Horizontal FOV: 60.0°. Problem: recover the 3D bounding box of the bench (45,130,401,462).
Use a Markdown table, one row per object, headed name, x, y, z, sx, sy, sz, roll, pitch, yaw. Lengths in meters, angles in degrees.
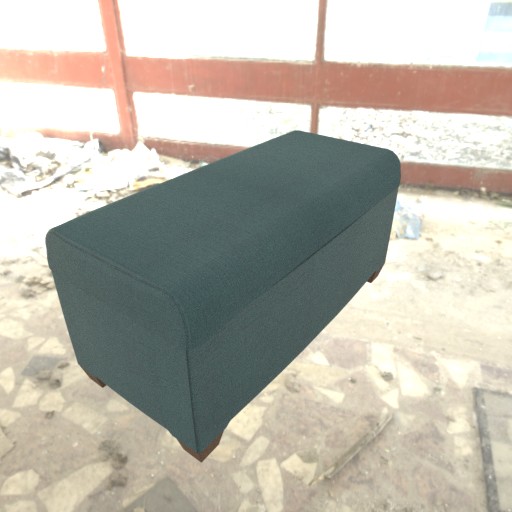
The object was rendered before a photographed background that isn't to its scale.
| name | x | y | z | sx | sy | sz | roll | pitch | yaw |
| --- | --- | --- | --- | --- | --- | --- | --- | --- | --- |
| bench | 0.000 | 0.000 | 1.278 | 0.476 | 0.474 | 0.995 | 21 | 37 | 31 |
